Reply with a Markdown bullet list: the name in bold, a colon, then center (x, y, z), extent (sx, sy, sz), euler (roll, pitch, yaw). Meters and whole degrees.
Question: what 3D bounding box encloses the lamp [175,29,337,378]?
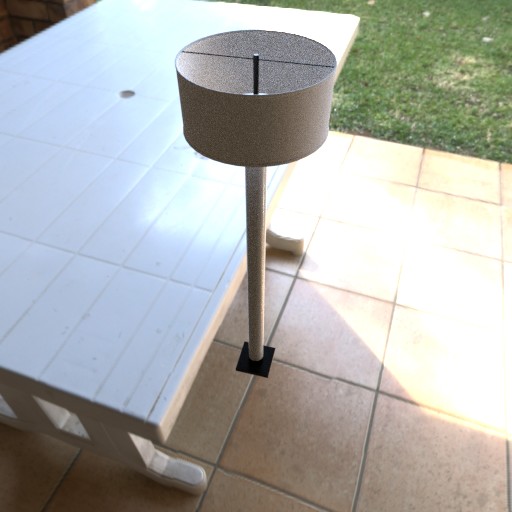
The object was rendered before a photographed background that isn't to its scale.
- **lamp**: center (0.000, 0.000, 1.665), extent (0.420, 1.475, 0.420), euler (10, 46, 10)
